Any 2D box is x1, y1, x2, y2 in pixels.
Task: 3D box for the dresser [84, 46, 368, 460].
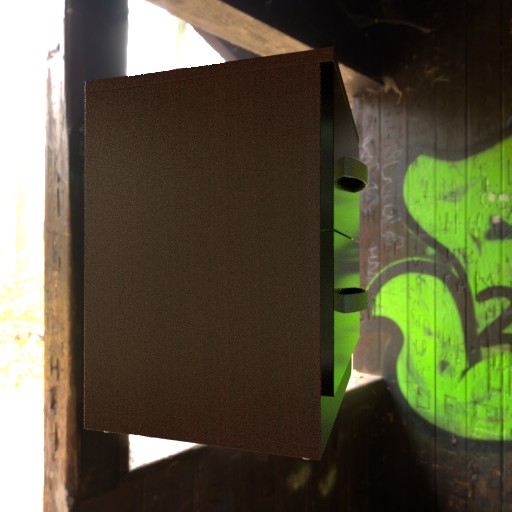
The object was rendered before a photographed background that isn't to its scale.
[{"bbox_3d":[0.000,0.000,0.735,0.360,0.470,0.400,0,0,17],"label":"dresser"}]
